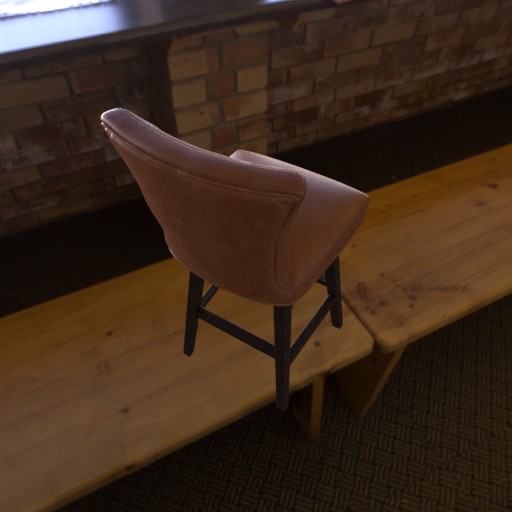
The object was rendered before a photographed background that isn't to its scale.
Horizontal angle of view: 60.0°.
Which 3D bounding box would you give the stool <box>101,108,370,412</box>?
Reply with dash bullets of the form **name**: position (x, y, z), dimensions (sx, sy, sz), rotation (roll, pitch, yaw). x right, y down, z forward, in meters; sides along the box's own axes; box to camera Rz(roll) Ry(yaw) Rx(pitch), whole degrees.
- **stool**: position (0.000, 0.000, 1.422), dimensions (0.522, 1.094, 0.585), rotation (24, 52, 21)
